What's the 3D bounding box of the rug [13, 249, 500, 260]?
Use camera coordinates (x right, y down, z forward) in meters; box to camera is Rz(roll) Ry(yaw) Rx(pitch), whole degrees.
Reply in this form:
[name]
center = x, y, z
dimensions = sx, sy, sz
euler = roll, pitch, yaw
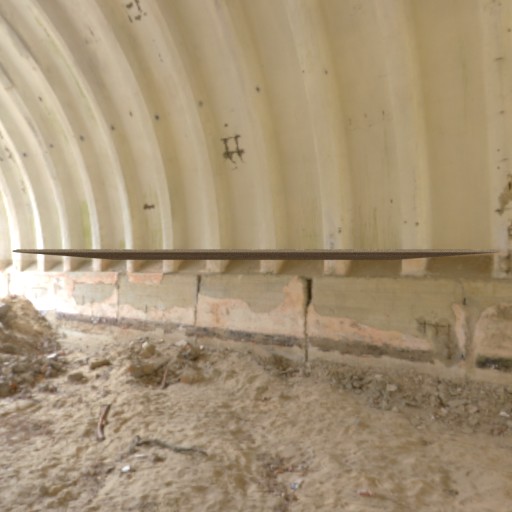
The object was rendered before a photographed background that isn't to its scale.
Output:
[rug]
center = 0.000, 0.000, 3.402
dimensions = 2.746, 0.018, 1.819
euler = 0, -2, 0
